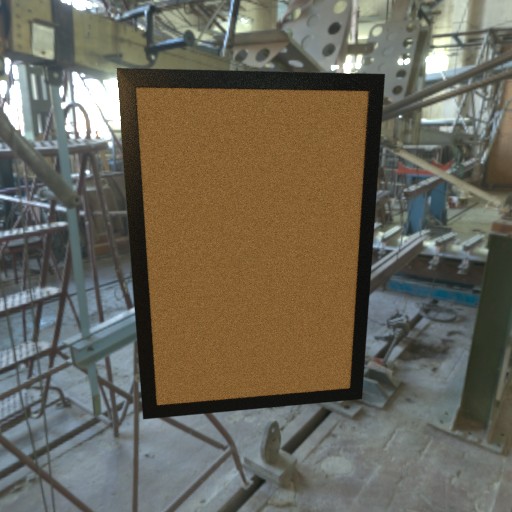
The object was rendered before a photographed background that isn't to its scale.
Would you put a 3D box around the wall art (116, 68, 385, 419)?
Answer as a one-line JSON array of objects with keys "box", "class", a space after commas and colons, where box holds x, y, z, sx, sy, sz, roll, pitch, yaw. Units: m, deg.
[{"box": [0.000, 0.000, 0.847, 0.462, 0.656, 0.019, -2, 15, -9], "class": "wall art"}]
